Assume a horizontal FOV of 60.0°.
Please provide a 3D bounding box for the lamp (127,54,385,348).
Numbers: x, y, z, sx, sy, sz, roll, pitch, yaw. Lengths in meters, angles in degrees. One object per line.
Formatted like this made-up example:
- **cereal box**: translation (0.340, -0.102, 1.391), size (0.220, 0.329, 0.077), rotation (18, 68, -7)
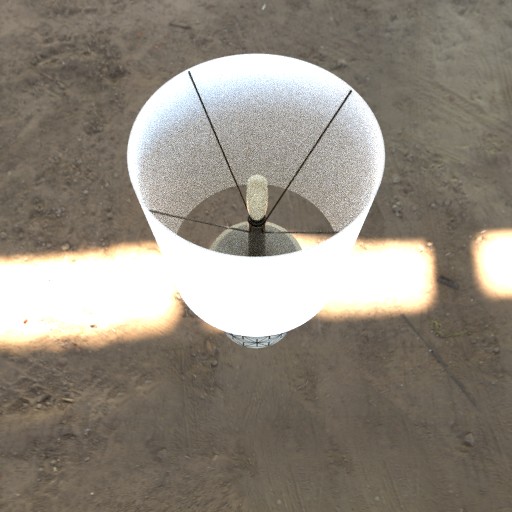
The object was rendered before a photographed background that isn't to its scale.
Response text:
- **lamp**: translation (0.000, 0.000, 0.544), size (0.206, 0.416, 0.206), rotation (-34, 69, -15)
